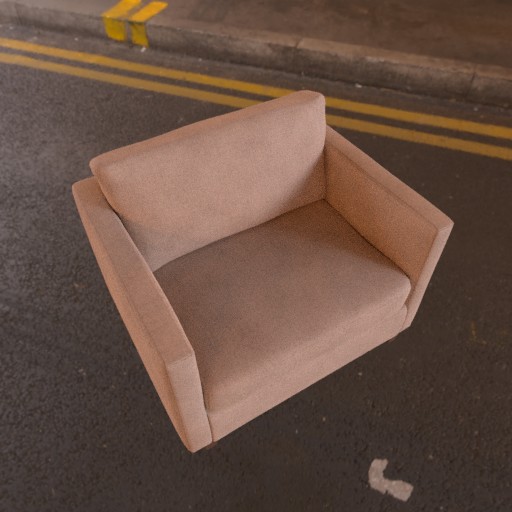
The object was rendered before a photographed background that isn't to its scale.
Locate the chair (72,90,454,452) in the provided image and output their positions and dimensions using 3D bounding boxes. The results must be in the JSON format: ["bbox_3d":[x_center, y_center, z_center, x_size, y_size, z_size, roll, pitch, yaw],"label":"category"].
[{"bbox_3d":[0.000,0.000,1.821,1.133,0.961,0.959,-24,51,-20],"label":"chair"}]
